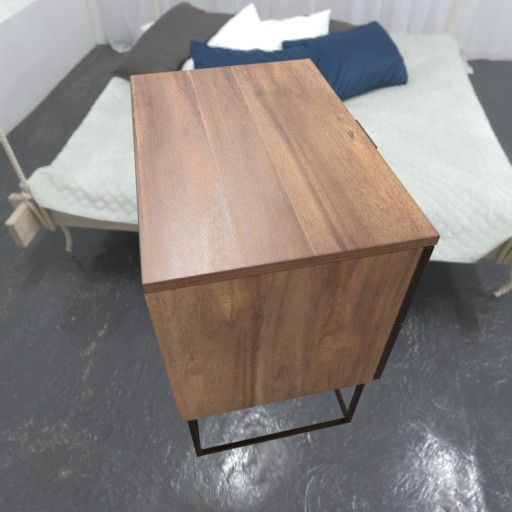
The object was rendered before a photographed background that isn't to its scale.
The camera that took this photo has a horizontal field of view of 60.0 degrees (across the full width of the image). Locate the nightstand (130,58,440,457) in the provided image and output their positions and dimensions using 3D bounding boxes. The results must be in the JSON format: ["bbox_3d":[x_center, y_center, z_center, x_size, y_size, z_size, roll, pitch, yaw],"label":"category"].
[{"bbox_3d":[0.000,0.000,1.009,0.427,0.611,0.605,-9,47,-9],"label":"nightstand"}]
